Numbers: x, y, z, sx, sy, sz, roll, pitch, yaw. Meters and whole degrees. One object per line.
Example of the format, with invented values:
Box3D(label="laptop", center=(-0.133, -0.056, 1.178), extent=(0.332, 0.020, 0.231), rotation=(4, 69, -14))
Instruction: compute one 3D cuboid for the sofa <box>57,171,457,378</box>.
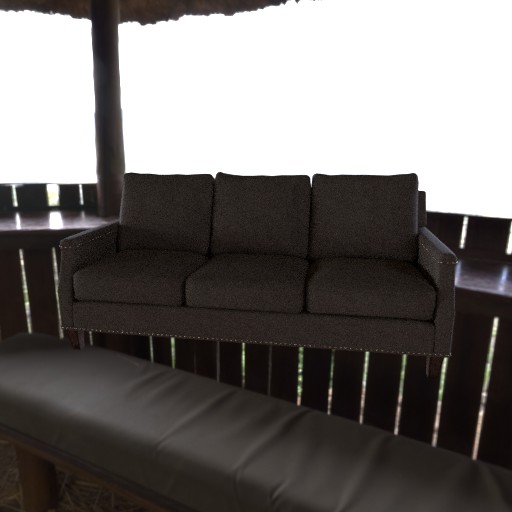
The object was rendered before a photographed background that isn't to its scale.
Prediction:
Box3D(label="sofa", center=(0.000, 0.000, 2.852), extent=(2.226, 1.042, 1.034), rotation=(2, 15, 9))
